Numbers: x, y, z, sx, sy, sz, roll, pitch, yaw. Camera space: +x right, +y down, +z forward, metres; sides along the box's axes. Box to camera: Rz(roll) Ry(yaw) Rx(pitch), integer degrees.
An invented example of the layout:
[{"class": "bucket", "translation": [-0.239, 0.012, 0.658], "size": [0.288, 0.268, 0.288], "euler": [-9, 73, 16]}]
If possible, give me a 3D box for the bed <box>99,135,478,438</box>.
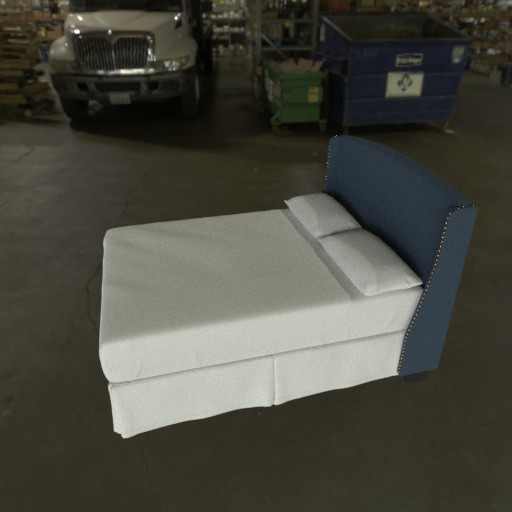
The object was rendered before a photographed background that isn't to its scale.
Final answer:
[{"class": "bed", "translation": [0.000, 0.000, 3.296], "size": [2.237, 1.407, 1.710], "euler": [-8, 30, -13]}]
